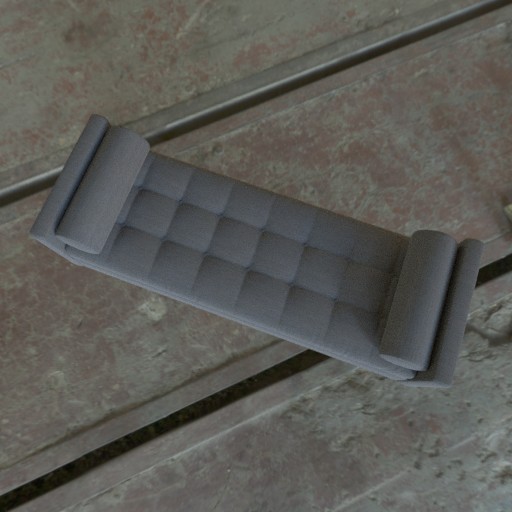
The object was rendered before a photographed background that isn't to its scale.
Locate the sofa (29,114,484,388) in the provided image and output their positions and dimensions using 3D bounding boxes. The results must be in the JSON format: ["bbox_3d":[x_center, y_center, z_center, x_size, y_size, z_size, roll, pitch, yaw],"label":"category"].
[{"bbox_3d":[0.000,0.000,2.307,1.981,0.635,0.686,19,75,5],"label":"sofa"}]
